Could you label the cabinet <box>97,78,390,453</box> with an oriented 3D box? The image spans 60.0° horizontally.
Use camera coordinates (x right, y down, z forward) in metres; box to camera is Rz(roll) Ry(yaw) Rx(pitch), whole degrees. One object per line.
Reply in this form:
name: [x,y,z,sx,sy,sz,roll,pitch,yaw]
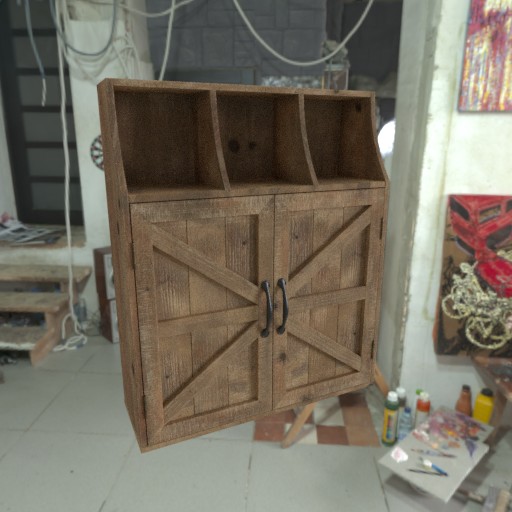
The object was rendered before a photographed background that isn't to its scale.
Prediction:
cabinet: [0.000,0.000,0.822,0.489,0.590,0.184,-7,17,-25]
